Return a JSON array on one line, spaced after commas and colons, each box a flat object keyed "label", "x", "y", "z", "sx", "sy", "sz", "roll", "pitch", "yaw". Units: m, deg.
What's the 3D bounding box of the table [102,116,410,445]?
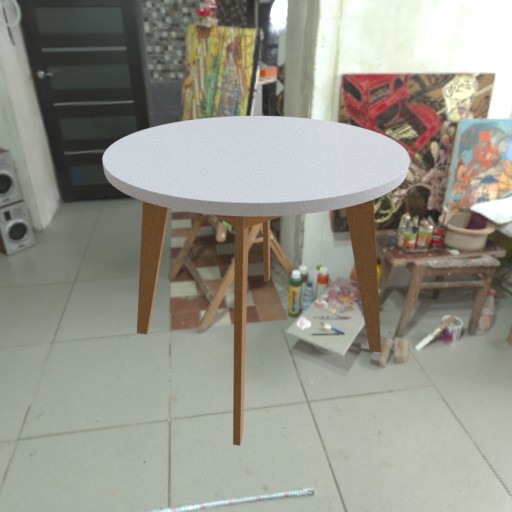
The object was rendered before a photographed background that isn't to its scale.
[{"label": "table", "x": 0.000, "y": 0.000, "z": 1.535, "sx": 0.896, "sy": 0.762, "sz": 0.896, "roll": 0, "pitch": 29, "yaw": 0}]
